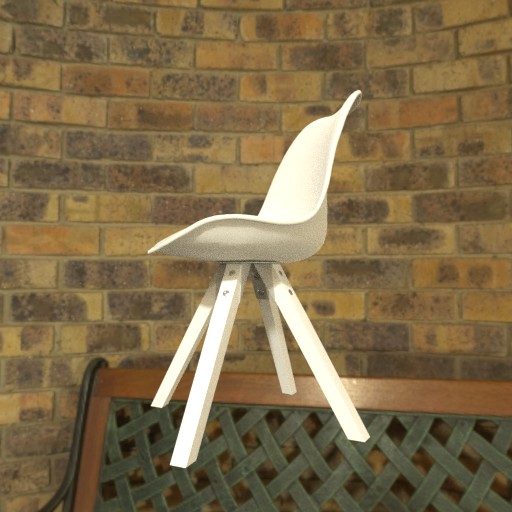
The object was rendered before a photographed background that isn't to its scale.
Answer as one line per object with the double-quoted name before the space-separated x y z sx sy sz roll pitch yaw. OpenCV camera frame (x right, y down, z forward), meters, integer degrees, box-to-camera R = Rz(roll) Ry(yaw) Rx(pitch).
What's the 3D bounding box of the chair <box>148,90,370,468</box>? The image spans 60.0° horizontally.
"chair" 0.000 0.000 1.159 0.550 0.850 0.485 1 -2 -19
